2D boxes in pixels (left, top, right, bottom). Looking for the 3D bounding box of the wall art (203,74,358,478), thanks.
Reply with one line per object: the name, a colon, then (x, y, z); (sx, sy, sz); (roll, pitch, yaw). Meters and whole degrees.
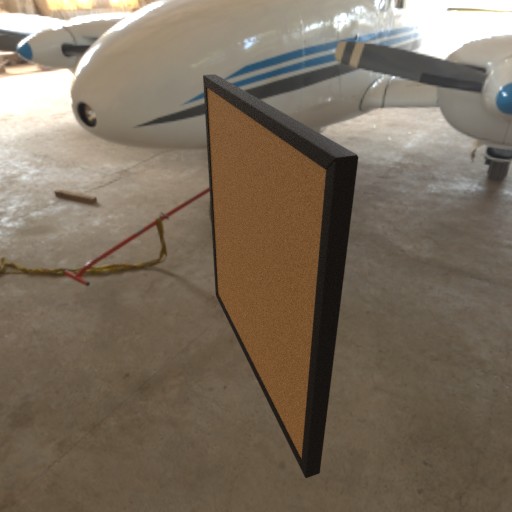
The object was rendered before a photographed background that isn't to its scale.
wall art: (0.000, 0.000, 1.139); (0.037, 0.763, 0.763); (-11, 33, -17)
